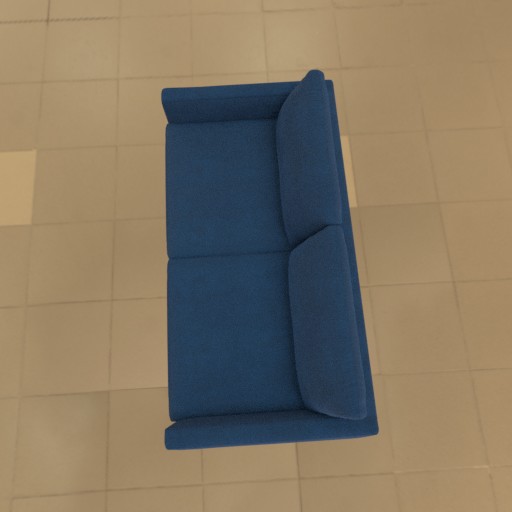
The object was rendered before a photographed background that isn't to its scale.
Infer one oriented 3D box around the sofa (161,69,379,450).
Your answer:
[{"bbox_3d":[0.000,0.000,2.160,0.875,0.817,1.676,-4,74,-1],"label":"sofa"}]
